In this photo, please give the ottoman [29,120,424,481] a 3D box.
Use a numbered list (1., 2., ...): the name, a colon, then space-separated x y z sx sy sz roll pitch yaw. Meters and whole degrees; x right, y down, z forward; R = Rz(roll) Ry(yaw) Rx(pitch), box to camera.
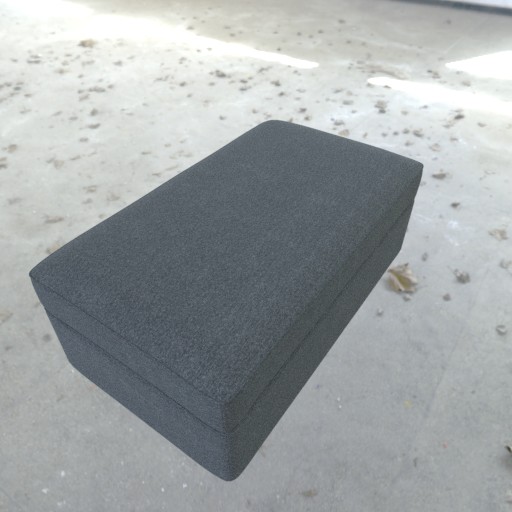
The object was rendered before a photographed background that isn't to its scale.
1. ottoman: 0.000 0.000 1.496 0.681 0.494 1.173 25 47 26
